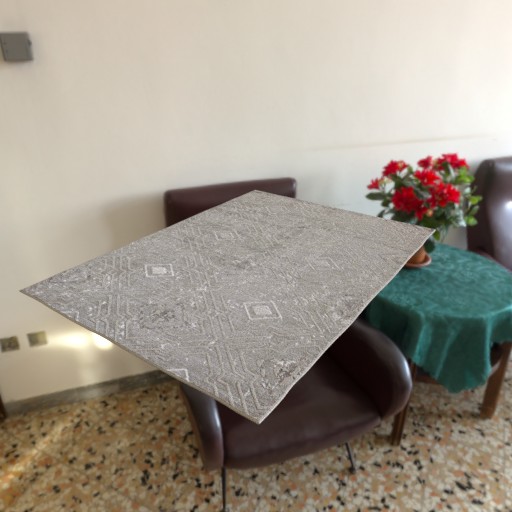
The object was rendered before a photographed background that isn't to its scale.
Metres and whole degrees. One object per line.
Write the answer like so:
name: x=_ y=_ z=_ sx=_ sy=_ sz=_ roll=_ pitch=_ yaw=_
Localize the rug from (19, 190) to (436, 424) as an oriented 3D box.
rug: x=0.000 y=0.000 z=4.259 sx=2.448 sy=0.020 sz=3.359 roll=17 pitch=31 yaw=32
